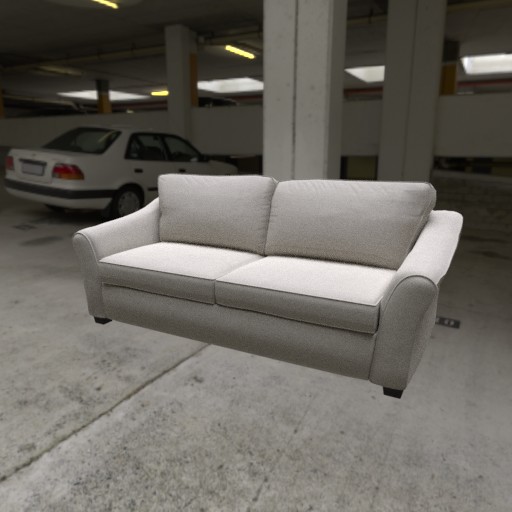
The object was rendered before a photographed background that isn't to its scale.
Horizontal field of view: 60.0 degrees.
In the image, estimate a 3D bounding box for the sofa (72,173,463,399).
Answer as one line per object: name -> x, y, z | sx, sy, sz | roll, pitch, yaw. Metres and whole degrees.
sofa -> 0.000, 0.000, 2.776 | 2.270, 0.965, 0.980 | 7, 15, 27
